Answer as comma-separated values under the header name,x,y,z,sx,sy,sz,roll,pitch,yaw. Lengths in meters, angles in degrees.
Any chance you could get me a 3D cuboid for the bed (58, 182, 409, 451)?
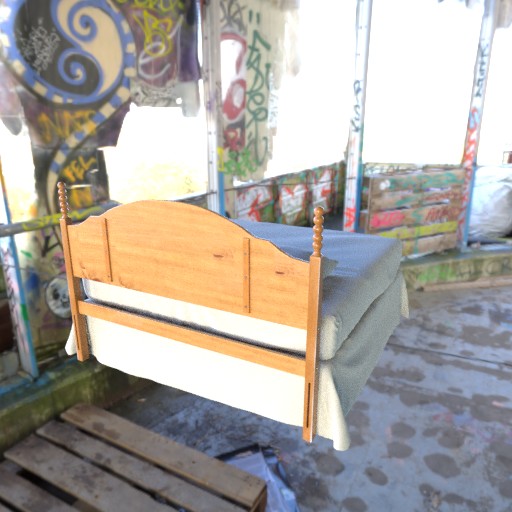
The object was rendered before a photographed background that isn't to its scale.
name,x,y,z,sx,sy,sz,roll,pitch,yaw
bed,0.000,0.000,3.685,2.322,1.355,2.219,9,19,27
